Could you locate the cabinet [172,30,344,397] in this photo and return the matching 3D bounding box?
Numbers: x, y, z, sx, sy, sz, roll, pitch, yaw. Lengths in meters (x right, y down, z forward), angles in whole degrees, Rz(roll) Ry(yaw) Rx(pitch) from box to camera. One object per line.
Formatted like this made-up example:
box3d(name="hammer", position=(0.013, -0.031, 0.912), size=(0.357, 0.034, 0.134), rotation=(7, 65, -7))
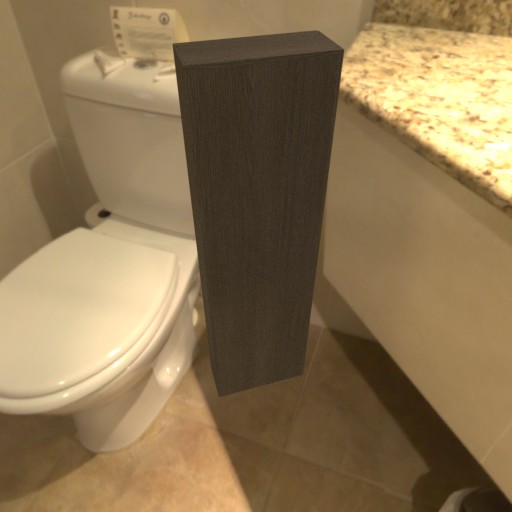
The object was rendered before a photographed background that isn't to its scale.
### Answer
box3d(name="cabinet", position=(0.000, 0.000, 1.997), size=(0.500, 1.790, 0.230), rotation=(-11, 43, -12))
